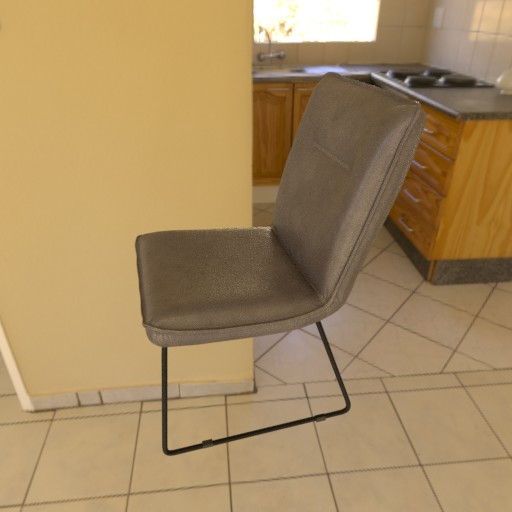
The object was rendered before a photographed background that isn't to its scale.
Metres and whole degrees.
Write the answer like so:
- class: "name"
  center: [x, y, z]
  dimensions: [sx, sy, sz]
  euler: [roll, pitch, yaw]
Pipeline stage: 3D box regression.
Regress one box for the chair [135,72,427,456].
- class: "chair"
  center: [0.000, 0.000, 1.307]
  dimensions: [0.688, 0.932, 0.515]
  euler: [-8, 31, -14]
